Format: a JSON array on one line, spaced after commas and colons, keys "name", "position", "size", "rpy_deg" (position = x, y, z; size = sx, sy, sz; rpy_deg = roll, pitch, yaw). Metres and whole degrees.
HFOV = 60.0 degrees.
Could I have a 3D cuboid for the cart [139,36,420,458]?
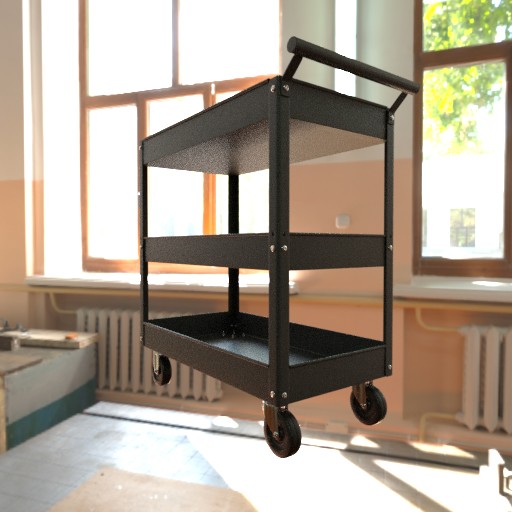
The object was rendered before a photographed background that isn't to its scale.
[{"name": "cart", "position": [0.000, 0.000, 1.165], "size": [0.366, 0.780, 0.719], "rpy_deg": [-1, 2, -37]}]
